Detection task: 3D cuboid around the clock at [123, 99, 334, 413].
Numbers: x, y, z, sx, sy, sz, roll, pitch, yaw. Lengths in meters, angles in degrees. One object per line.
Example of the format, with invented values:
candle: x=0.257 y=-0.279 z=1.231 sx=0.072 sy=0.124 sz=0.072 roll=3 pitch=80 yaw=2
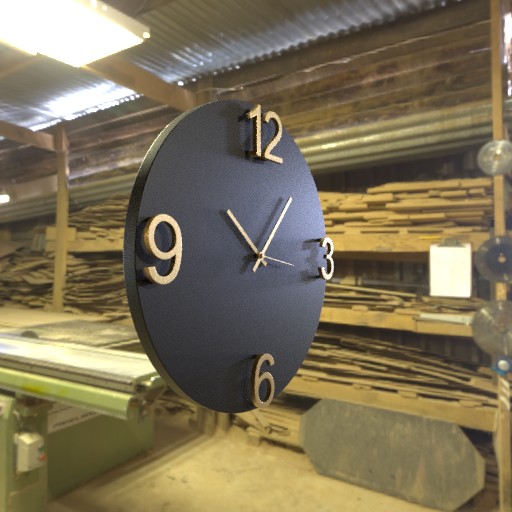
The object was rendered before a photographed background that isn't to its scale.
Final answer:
clock: x=0.000 y=0.000 z=0.667 sx=0.038 sy=0.454 sz=0.454 roll=-1 pitch=-2 yaw=36
